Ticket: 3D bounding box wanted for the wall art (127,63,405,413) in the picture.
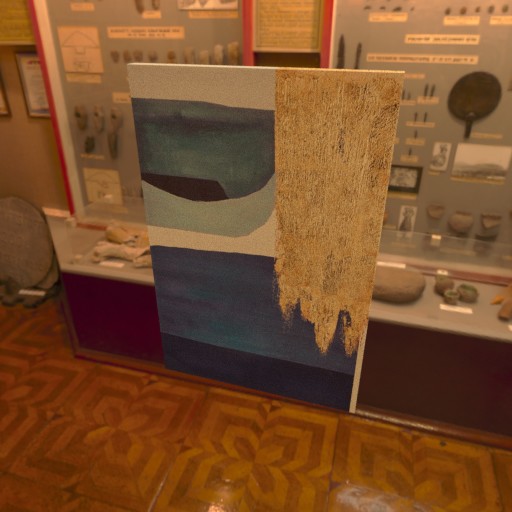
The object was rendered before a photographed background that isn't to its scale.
[{"bbox_3d":[0.000,0.000,1.159,0.607,0.911,0.039,8,29,15],"label":"wall art"}]
